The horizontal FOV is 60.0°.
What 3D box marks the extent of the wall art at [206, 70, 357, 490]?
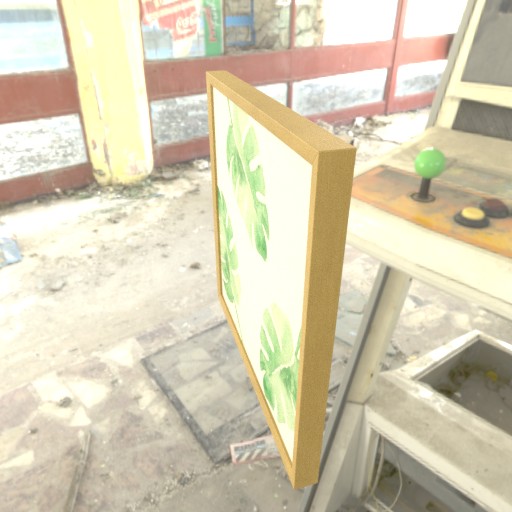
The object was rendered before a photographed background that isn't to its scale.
[{"bbox_3d":[0.000,0.000,0.738,0.038,0.508,0.508,-9,32,-15],"label":"wall art"}]
